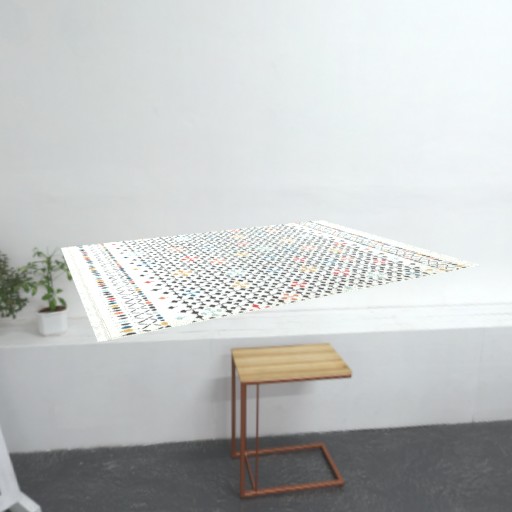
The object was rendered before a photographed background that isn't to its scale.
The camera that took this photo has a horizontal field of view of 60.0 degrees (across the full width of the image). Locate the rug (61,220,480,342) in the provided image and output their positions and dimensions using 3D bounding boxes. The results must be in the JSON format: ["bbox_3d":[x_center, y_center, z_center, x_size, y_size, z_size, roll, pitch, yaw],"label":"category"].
[{"bbox_3d":[0.000,0.000,4.163,3.196,0.007,2.354,-8,17,-27],"label":"rug"}]
